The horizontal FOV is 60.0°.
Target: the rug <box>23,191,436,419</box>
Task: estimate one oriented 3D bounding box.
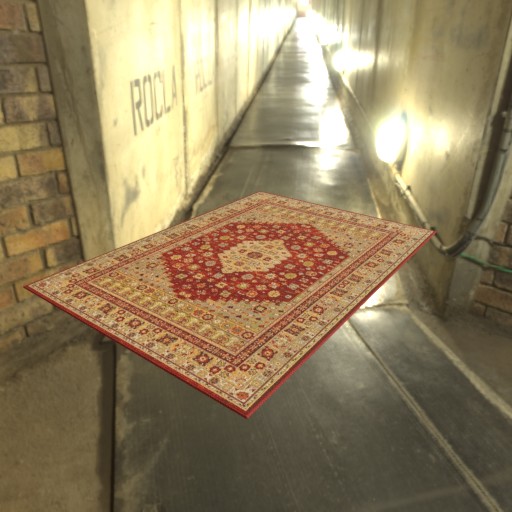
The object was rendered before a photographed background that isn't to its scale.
[{"bbox_3d":[0.000,0.000,2.838,1.593,0.013,2.211,18,31,33],"label":"rug"}]
